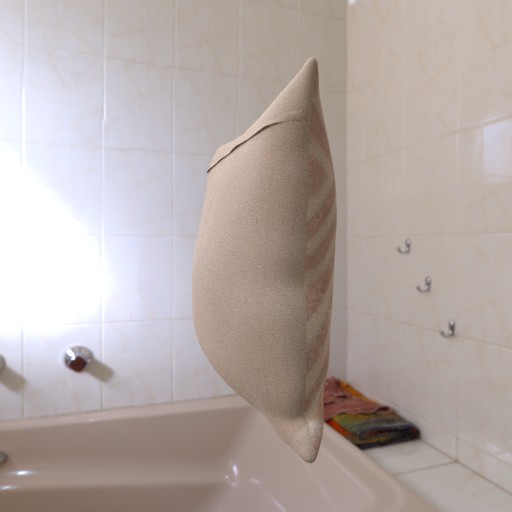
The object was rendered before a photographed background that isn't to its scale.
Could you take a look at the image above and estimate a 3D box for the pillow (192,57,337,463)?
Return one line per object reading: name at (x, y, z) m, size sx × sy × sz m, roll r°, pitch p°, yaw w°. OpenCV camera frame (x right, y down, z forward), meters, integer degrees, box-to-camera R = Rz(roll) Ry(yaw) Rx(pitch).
pillow at (0.000, 0.000, 0.680) m, size 0.182 × 0.441 × 0.440 m, roll 0°, pitch 1°, yaw -18°
